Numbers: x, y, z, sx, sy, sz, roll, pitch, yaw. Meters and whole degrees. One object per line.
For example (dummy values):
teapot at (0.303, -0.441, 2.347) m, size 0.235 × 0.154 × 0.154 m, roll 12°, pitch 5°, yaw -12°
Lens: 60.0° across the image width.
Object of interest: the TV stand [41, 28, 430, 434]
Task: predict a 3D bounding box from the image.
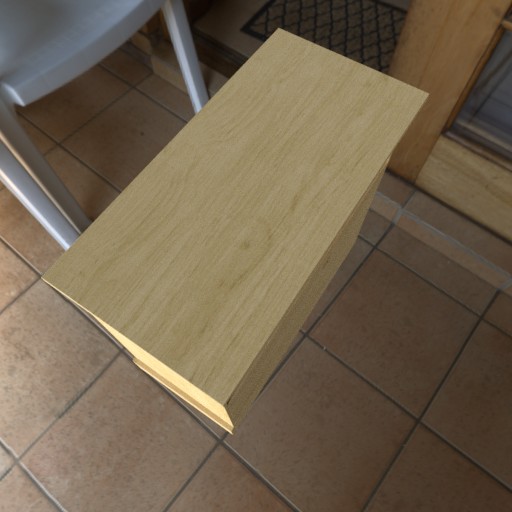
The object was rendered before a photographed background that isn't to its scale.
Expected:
TV stand at (0.000, 0.000, 1.303) m, size 0.430 × 0.787 × 0.851 m, roll 31°, pitch 68°, yaw 14°
